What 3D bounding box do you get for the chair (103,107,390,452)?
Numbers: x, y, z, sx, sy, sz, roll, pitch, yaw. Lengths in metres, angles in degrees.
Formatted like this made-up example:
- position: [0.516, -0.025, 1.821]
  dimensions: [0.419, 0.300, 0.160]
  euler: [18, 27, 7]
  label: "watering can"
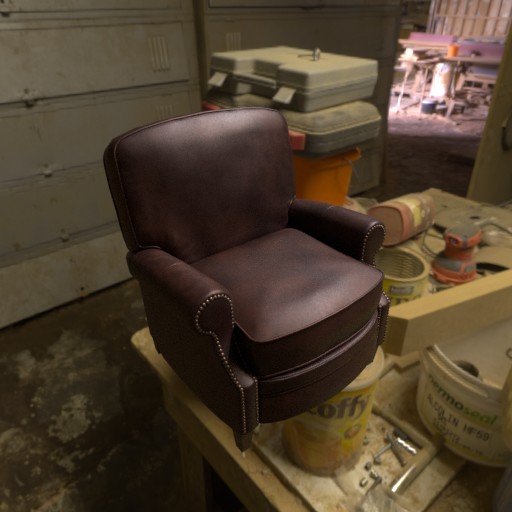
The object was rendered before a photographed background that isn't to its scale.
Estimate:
- position: [0.000, 0.000, 1.775]
  dimensions: [0.936, 1.018, 0.986]
  euler: [-22, 37, -33]
  label: "chair"
